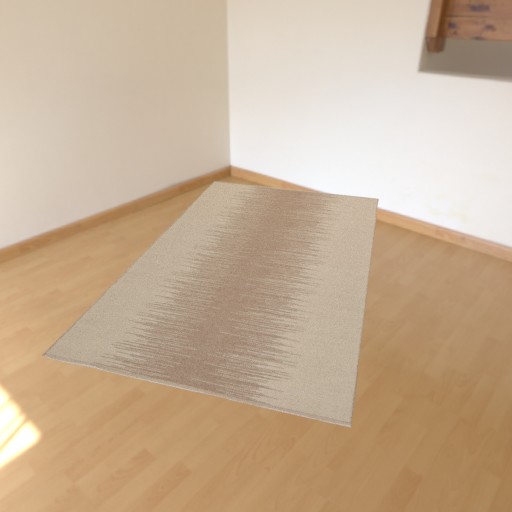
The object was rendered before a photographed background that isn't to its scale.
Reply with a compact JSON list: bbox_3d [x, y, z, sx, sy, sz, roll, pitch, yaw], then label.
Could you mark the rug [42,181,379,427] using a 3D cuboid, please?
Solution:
[{"bbox_3d":[0.000,0.000,3.023,1.522,0.012,2.440,8,32,14],"label":"rug"}]
